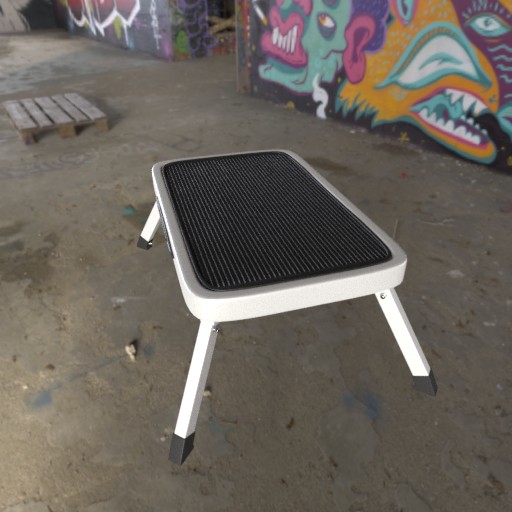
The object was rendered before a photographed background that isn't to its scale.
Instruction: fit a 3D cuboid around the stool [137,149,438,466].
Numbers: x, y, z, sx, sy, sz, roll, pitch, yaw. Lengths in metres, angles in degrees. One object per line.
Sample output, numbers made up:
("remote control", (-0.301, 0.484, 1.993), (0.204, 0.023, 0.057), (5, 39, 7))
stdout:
("stool", (0.000, 0.000, 0.623), (0.320, 0.170, 0.460), (-9, 34, -14))
